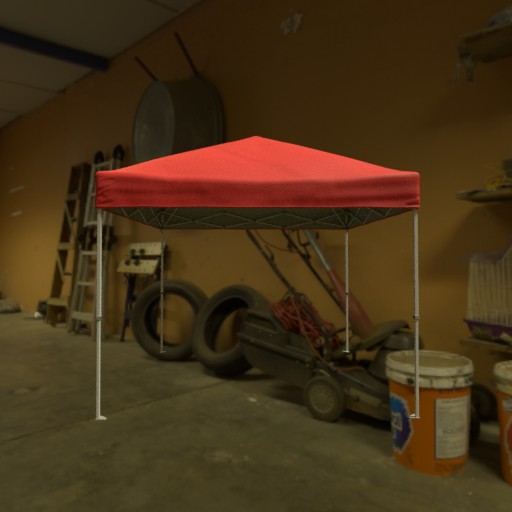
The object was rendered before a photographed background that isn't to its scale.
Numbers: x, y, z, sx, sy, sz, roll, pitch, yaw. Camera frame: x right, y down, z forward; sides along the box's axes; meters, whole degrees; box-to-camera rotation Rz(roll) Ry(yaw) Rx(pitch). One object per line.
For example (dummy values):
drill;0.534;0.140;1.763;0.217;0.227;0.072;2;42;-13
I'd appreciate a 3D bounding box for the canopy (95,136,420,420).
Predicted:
canopy;0.000;0.000;5.533;2.996;2.997;2.998;0;0;-1
